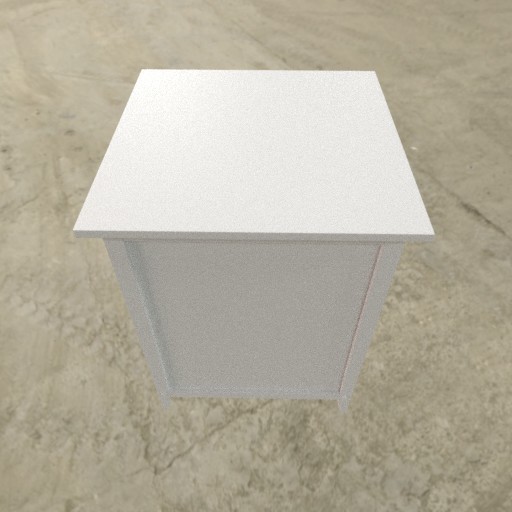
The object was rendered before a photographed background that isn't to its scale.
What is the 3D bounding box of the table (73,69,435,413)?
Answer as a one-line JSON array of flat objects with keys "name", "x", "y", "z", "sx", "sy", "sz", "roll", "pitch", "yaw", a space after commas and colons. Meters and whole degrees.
[{"name": "table", "x": 0.000, "y": 0.000, "z": 0.771, "sx": 0.381, "sy": 0.483, "sz": 0.381, "roll": 1, "pitch": 47, "yaw": 1}]
